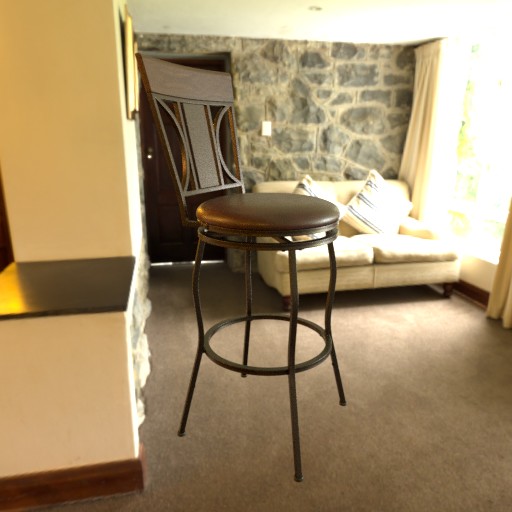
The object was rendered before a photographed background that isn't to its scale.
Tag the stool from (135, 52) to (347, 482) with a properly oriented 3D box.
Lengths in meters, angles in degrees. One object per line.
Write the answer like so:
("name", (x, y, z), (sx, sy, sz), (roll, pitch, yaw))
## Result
("stool", (0.000, 0.000, 1.371), (0.513, 1.130, 0.448), (8, 17, 27))
